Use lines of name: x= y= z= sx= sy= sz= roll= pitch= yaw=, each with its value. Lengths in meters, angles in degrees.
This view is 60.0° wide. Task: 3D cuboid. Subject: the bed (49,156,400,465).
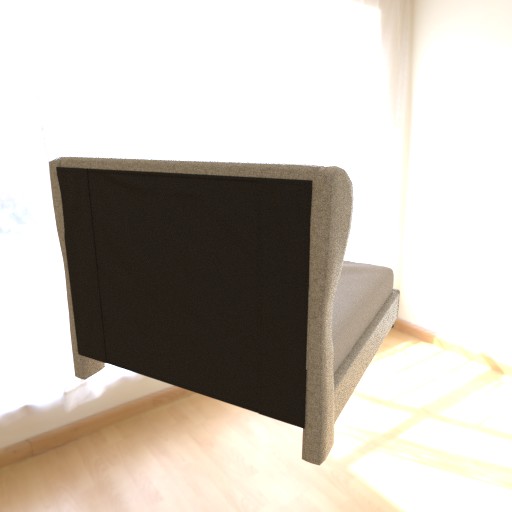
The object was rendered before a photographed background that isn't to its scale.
bed: x=0.000 y=0.000 z=3.902 sx=2.219 sy=1.771 sz=2.347 roll=8 pitch=18 yaw=27
